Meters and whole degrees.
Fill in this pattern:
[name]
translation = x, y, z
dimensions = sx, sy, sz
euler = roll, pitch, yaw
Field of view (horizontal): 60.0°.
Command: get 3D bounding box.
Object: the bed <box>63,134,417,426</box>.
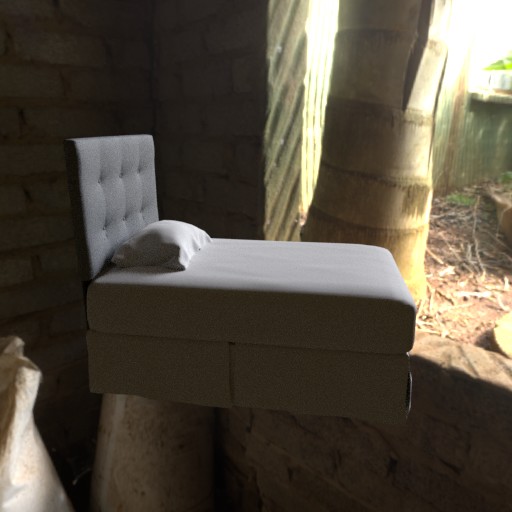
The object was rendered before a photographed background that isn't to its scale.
[bed]
translation = 0.000, 0.000, 3.019
dimensions = 1.997, 1.571, 1.261
euler = 3, 17, 9
